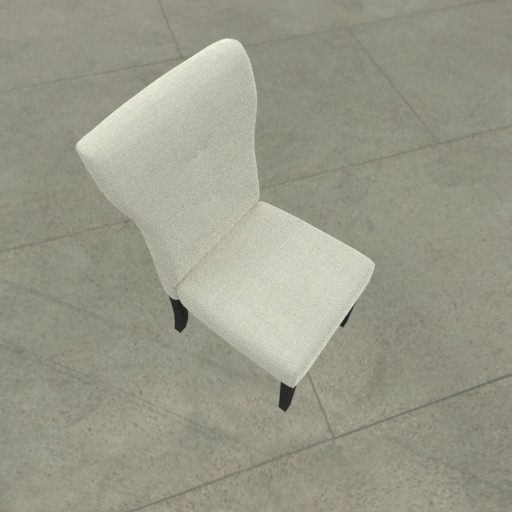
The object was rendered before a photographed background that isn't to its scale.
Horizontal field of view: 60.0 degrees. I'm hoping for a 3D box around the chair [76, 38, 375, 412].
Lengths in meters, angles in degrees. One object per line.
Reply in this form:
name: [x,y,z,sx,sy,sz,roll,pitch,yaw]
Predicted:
chair: [0.000,0.000,1.294,0.597,0.921,0.509,32,62,19]
